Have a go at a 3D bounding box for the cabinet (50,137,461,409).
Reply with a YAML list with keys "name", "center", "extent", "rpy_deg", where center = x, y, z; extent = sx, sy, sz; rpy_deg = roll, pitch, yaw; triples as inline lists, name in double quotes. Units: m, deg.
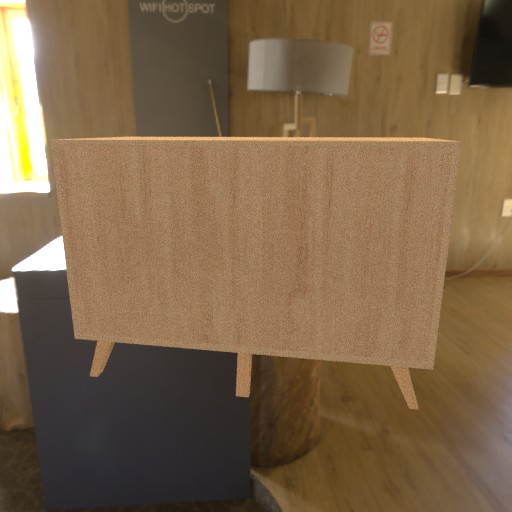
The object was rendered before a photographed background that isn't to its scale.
- name: "cabinet"
  center: [0.000, 0.000, 1.522]
  extent: [1.110, 0.780, 0.500]
  rpy_deg: [3, 16, 10]
